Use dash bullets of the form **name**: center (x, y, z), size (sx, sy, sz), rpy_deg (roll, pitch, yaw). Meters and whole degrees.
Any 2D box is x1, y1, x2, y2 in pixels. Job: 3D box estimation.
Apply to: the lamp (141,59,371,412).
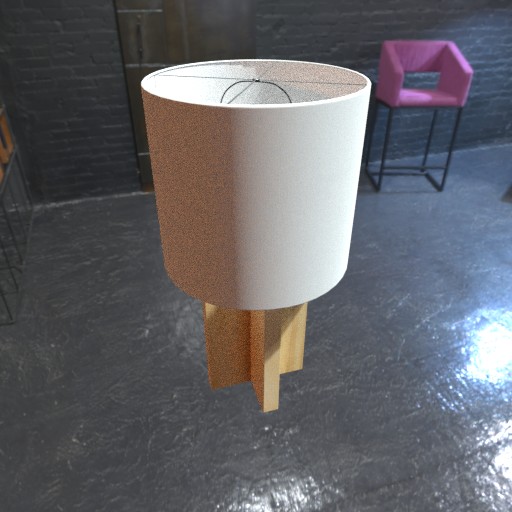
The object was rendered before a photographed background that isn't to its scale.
- **lamp**: center (0.000, 0.000, 0.564), size (0.229, 0.428, 0.229), rpy_deg (-9, 34, -14)
